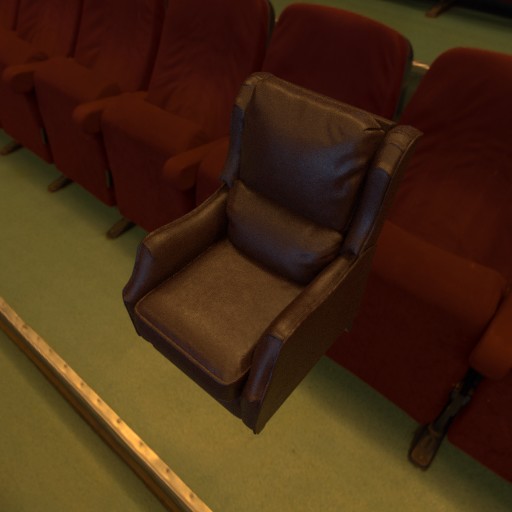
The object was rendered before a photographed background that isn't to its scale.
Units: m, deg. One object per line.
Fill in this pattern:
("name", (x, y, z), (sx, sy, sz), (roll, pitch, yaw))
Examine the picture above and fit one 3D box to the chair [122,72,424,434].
("chair", (0.000, 0.000, 1.820), (0.770, 1.132, 0.982), (32, 55, 26))
